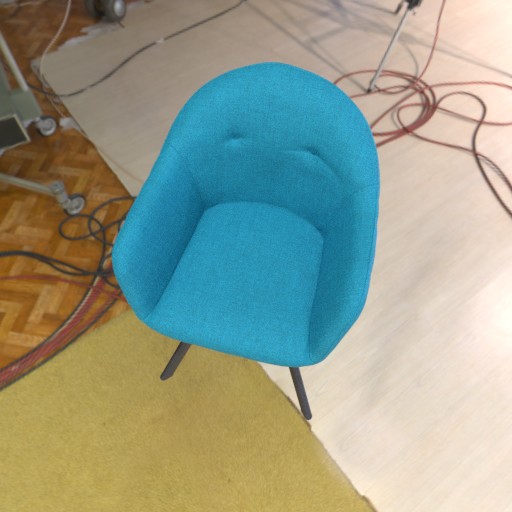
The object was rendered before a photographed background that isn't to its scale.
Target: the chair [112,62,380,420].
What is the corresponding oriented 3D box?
[{"bbox_3d":[0.000,0.000,1.174,0.545,0.775,0.565,13,58,8],"label":"chair"}]
